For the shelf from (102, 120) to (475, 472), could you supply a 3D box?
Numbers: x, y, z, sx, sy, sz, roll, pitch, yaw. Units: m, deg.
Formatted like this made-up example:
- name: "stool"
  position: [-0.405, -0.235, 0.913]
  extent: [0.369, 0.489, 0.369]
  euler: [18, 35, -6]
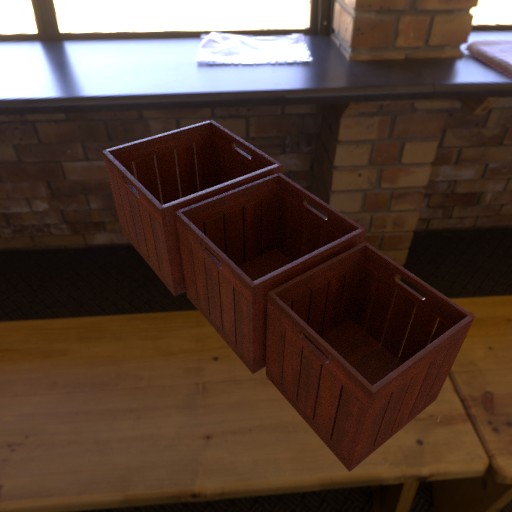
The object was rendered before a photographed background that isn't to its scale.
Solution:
- name: "shelf"
  position: [0.000, 0.000, 1.218]
  extent: [0.393, 0.311, 1.064]
  euler: [-25, 46, -27]
